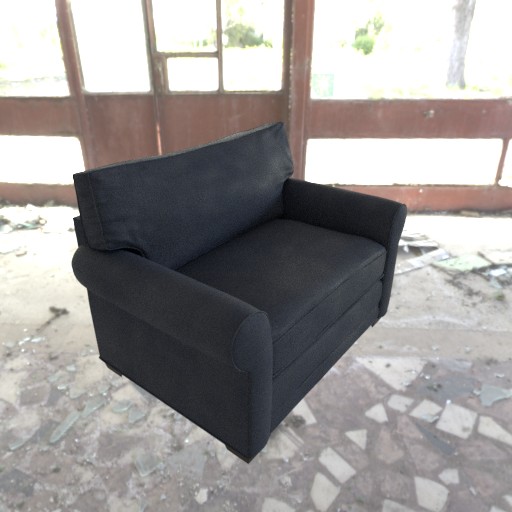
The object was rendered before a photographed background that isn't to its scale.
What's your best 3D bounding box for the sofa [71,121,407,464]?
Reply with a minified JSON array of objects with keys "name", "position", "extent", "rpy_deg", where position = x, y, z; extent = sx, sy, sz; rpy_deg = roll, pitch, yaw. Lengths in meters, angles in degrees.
[{"name":"sofa","position":[0.000,0.000,2.092],"extent":[0.938,1.004,1.405],"rpy_deg":[19,33,33]}]
